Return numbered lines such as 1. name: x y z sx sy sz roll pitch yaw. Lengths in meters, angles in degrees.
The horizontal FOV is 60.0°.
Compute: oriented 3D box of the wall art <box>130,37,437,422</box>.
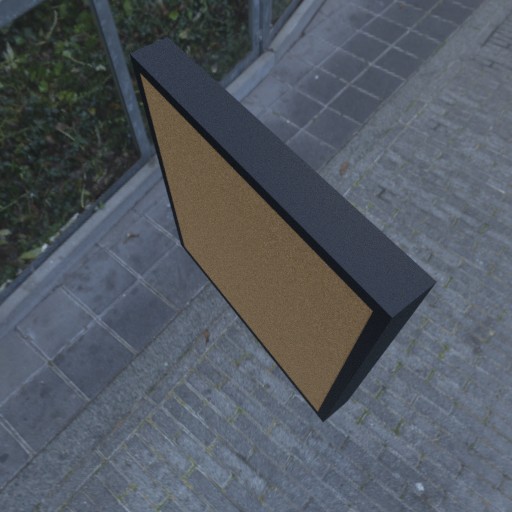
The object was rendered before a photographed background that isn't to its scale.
1. wall art: 0.000 0.000 0.450 0.038 0.304 0.305 -33 64 -18
